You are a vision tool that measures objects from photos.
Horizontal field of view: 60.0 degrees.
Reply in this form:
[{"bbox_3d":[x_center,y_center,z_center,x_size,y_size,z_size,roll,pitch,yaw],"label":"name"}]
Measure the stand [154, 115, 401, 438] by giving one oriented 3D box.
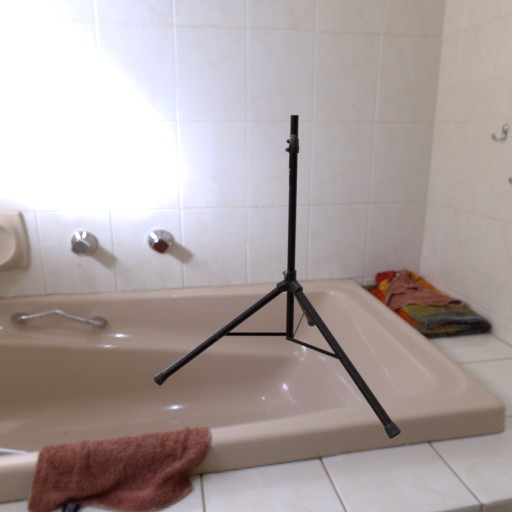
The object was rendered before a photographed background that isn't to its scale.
[{"bbox_3d":[0.000,0.000,1.870,0.907,1.136,1.045,-2,16,-8],"label":"stand"}]
